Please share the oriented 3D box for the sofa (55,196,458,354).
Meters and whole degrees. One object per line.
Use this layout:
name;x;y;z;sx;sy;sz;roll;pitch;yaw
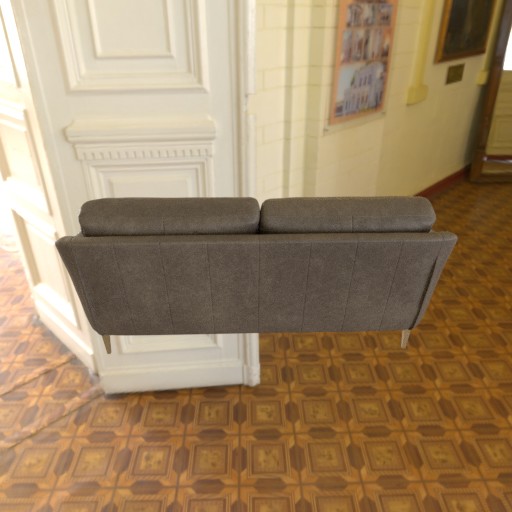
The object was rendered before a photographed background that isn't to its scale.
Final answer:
sofa;0.000;0.000;2.586;2.036;0.902;0.960;-1;29;-1
